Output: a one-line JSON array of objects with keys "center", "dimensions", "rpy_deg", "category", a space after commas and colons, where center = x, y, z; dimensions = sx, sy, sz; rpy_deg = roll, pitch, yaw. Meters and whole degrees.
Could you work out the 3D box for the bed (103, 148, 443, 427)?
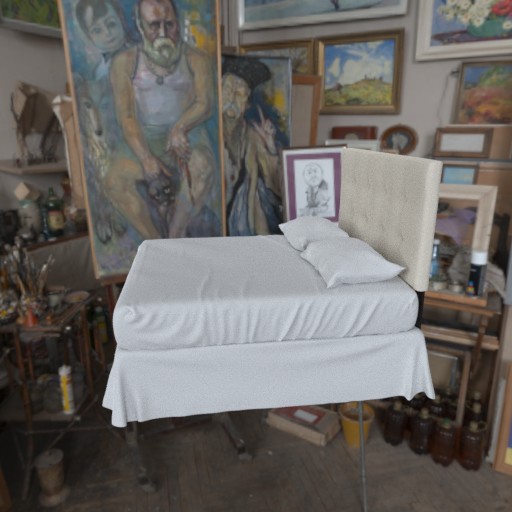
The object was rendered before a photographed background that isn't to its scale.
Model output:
[{"center": [0.000, 0.000, 3.500], "dimensions": [2.222, 1.577, 1.936], "rpy_deg": [-2, 17, -8], "category": "bed"}]
